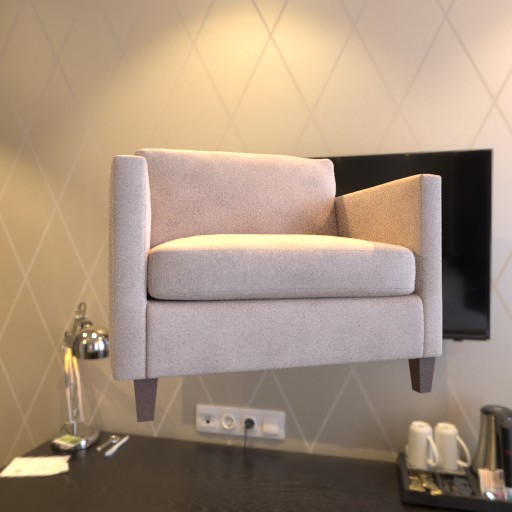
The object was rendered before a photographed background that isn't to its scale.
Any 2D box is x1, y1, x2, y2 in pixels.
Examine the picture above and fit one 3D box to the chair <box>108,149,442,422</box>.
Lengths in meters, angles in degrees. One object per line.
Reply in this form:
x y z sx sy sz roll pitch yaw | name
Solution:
0.000 0.000 1.817 1.133 0.961 0.959 0 0 -17 | chair
